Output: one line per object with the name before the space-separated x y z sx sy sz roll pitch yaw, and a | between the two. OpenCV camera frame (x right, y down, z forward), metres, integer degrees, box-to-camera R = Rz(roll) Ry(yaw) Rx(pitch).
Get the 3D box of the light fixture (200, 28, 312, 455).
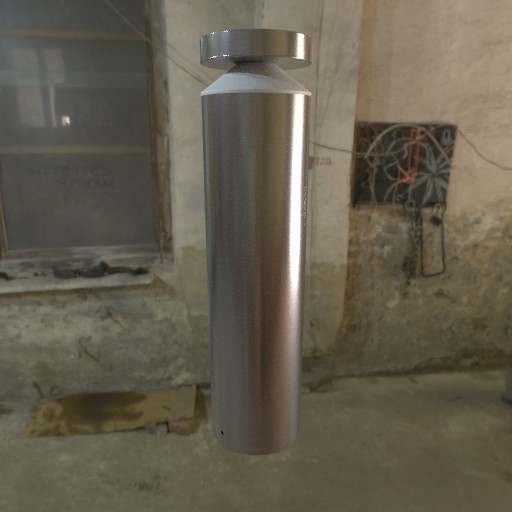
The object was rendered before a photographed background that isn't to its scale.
light fixture | 0.000 0.000 0.451 0.102 0.400 0.102 -15 22 -42
